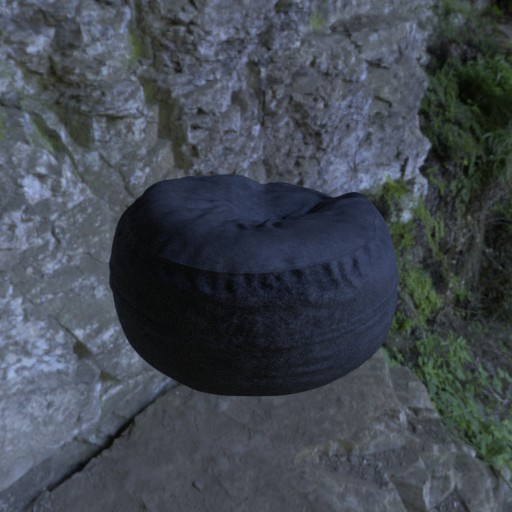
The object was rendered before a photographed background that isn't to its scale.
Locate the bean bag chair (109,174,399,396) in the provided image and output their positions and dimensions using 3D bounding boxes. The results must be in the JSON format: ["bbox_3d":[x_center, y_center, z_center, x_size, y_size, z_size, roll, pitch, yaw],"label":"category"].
[{"bbox_3d":[0.000,0.000,2.419,1.525,0.751,1.525,0,29,0],"label":"bean bag chair"}]
